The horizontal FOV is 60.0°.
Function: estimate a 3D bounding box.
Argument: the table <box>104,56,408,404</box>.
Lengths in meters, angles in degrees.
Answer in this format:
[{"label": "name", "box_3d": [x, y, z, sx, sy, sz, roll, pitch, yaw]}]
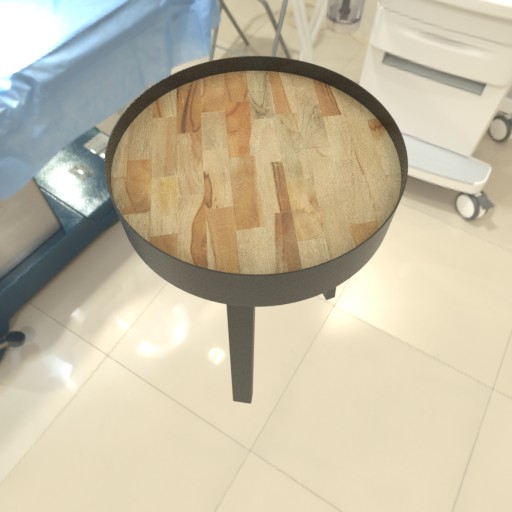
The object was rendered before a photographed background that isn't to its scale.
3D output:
[{"label": "table", "box_3d": [0.000, 0.000, 0.838, 0.406, 0.559, 0.406, 0, 58, 0]}]
